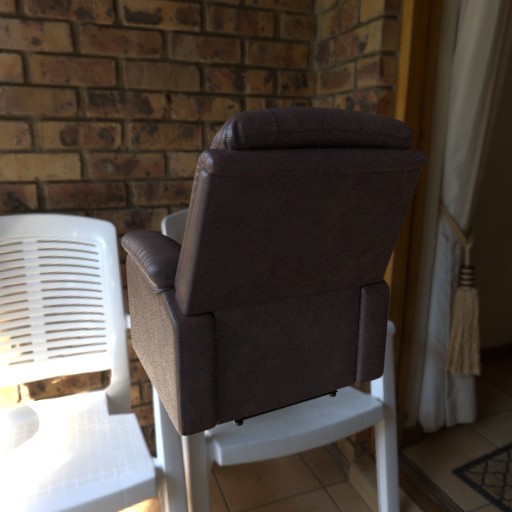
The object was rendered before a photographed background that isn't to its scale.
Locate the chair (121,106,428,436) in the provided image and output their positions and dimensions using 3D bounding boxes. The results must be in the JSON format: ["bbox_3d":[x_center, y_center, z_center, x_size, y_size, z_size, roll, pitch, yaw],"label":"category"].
[{"bbox_3d":[0.000,0.000,1.630,0.855,0.992,0.919,-7,16,-26],"label":"chair"}]
